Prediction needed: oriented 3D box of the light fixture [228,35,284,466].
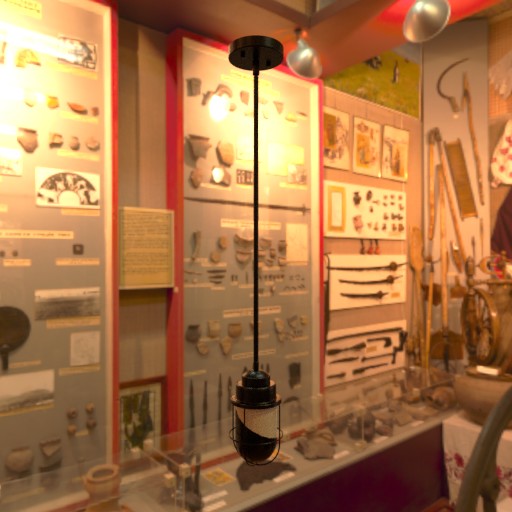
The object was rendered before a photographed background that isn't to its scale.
[{"bbox_3d":[0.000,0.000,0.982,0.123,0.920,0.123,0,-1,-37],"label":"light fixture"}]
